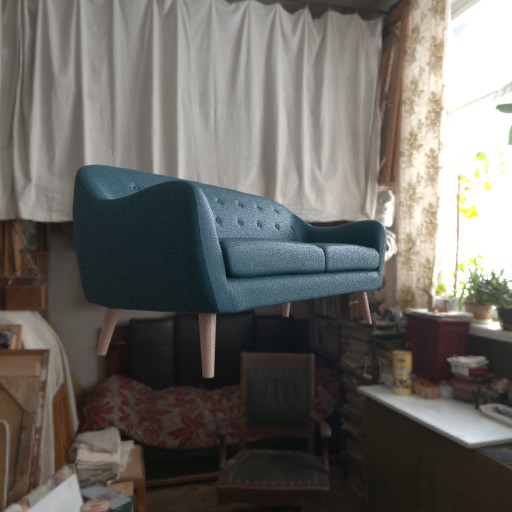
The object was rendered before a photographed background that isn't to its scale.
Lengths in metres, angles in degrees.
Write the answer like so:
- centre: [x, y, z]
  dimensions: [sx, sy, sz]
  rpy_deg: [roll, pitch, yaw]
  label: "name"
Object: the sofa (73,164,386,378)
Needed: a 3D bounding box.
- centre: [0.000, 0.000, 2.321]
  dimensions: [0.820, 0.836, 1.840]
  rpy_deg: [0, -1, 35]
  label: "sofa"
